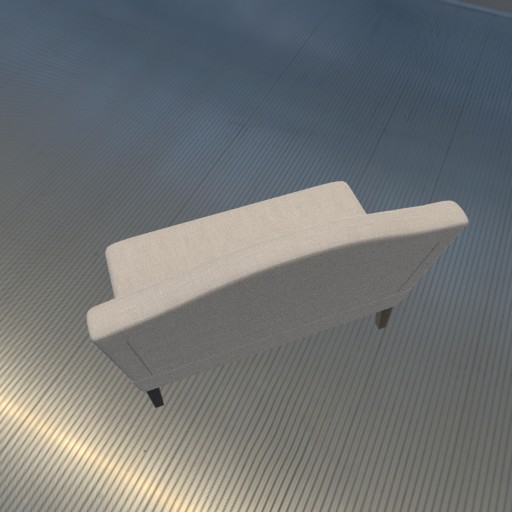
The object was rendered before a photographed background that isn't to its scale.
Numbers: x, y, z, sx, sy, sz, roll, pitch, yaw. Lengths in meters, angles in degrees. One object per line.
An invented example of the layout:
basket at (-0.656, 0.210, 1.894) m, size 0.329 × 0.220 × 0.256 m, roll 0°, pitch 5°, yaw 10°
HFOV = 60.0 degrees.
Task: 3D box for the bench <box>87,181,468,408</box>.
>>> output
bench at (0.000, 0.000, 2.002) m, size 1.335 × 1.180 × 0.815 m, roll -17°, pitch 58°, yaw -11°
